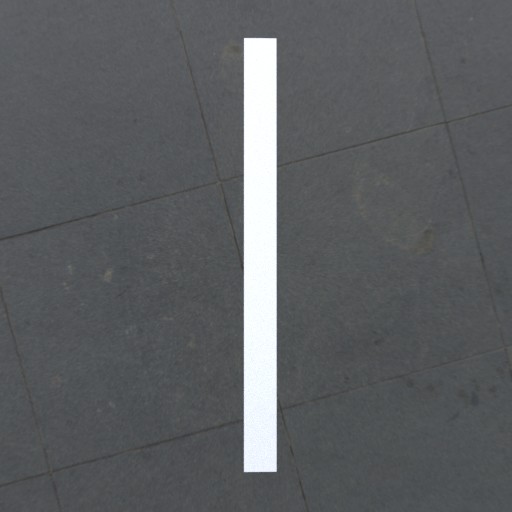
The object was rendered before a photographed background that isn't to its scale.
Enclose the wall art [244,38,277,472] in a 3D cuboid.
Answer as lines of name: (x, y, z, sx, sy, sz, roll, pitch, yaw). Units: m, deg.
wall art: (0.000, 0.000, 0.772, 0.038, 0.508, 0.507, 0, 90, -1)
